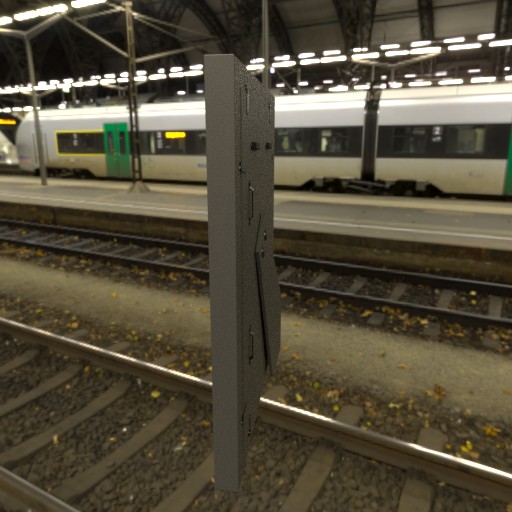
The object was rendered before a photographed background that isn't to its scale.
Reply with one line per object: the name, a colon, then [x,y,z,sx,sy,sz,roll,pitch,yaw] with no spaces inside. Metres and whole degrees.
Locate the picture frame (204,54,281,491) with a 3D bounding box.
picture frame: [0.000,0.000,0.520,0.036,0.383,0.307,2,14,8]
